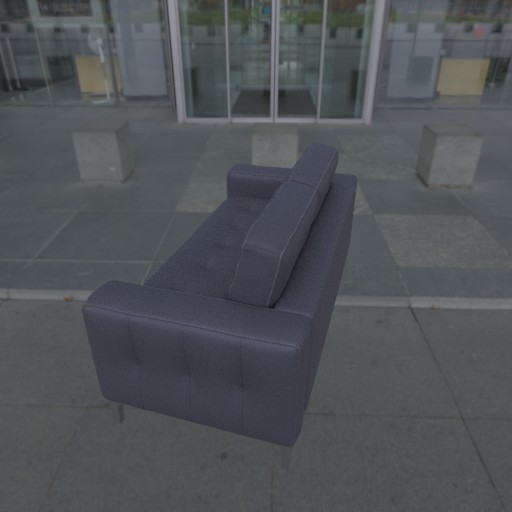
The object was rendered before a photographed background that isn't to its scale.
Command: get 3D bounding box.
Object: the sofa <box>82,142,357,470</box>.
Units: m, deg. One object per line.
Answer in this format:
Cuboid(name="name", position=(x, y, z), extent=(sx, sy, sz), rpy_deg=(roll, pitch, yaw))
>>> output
Cuboid(name="sofa", position=(0.000, 0.000, 2.279), extent=(0.833, 0.893, 1.726), rpy_deg=(9, 31, 15))
